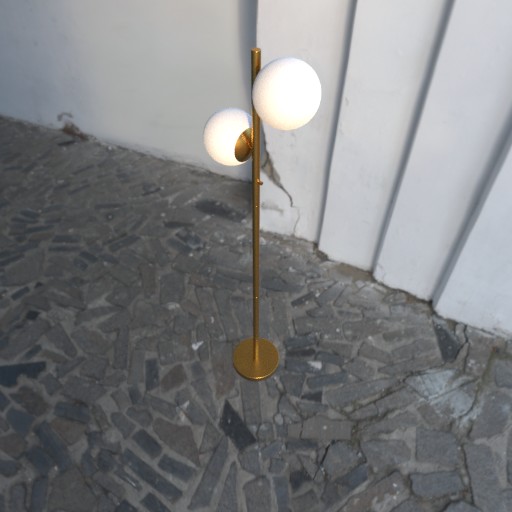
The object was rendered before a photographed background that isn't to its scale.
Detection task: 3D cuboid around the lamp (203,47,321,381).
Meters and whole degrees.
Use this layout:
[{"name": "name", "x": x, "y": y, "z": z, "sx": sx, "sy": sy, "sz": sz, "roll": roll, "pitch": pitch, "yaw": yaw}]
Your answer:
[{"name": "lamp", "x": 0.000, "y": 0.000, "z": 1.801, "sx": 0.419, "sy": 1.641, "sz": 0.249, "roll": 34, "pitch": 55, "yaw": 28}]
